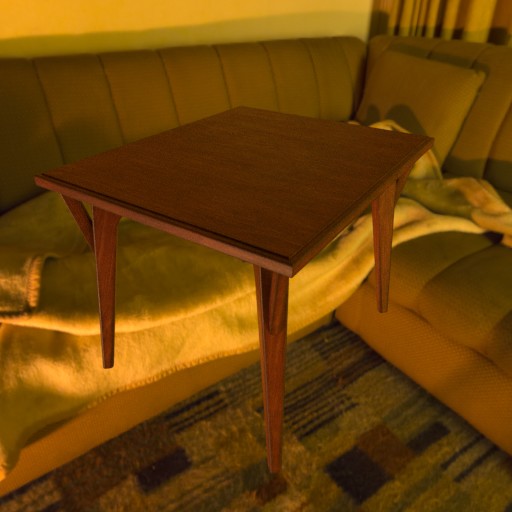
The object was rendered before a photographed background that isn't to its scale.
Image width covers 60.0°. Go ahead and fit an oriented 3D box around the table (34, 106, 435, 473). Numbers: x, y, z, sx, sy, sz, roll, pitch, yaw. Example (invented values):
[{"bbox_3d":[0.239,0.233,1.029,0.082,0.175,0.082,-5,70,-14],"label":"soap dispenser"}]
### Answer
[{"bbox_3d":[0.000,0.000,1.591,0.838,0.761,0.991,20,37,28],"label":"table"}]
